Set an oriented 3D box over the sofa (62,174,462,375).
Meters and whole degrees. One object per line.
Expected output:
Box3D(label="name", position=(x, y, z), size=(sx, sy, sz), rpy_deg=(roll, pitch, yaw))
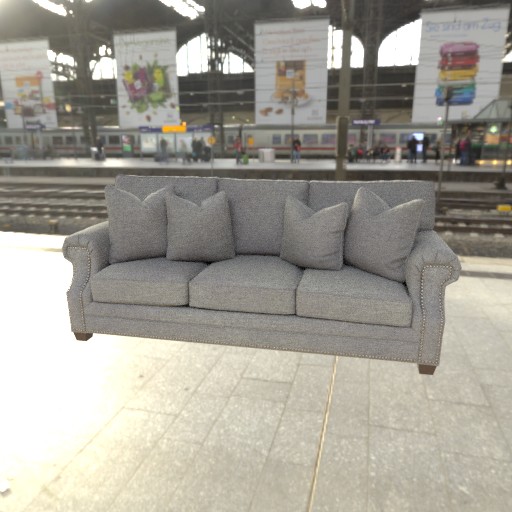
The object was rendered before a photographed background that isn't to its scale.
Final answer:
Box3D(label="sofa", position=(0.000, 0.000, 2.850), size=(2.312, 0.975, 0.965), rpy_deg=(3, 14, 11))
